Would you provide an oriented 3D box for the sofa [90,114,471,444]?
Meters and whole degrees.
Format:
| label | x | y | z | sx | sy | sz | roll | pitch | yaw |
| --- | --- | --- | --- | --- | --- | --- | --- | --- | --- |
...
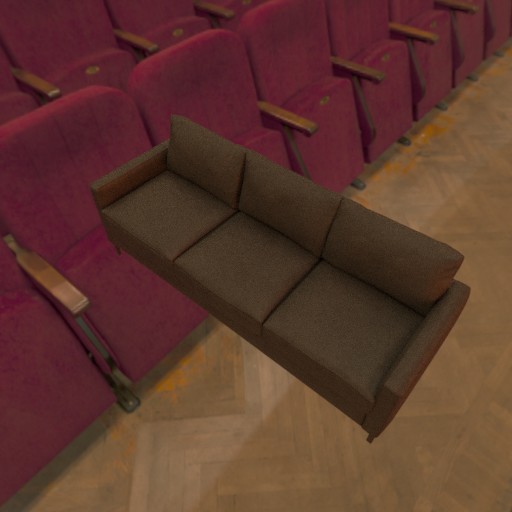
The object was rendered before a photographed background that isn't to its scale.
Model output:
| label | x | y | z | sx | sy | sz | roll | pitch | yaw |
| --- | --- | --- | --- | --- | --- | --- | --- | --- | --- |
| sofa | 0.000 | 0.000 | 2.421 | 2.029 | 0.805 | 0.748 | 32 | 55 | 26 |
